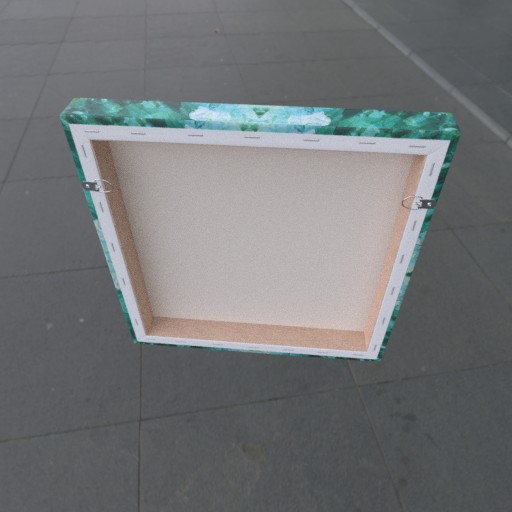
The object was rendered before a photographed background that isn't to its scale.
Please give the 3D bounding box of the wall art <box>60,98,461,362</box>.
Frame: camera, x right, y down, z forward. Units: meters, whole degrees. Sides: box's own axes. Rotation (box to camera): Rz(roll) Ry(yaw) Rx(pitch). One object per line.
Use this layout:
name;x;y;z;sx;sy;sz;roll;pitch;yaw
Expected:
wall art;0.000;0.000;0.461;0.313;0.313;0.033;4;44;4
